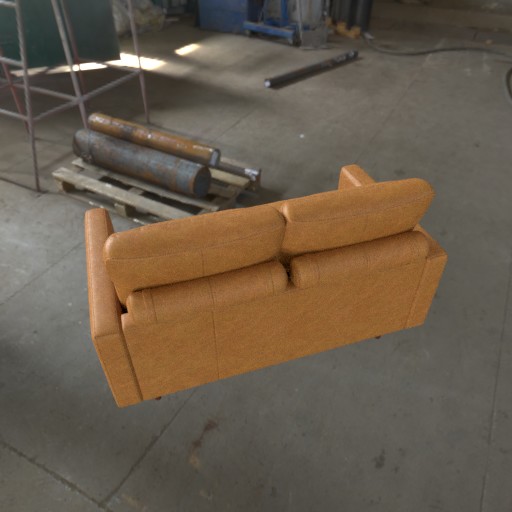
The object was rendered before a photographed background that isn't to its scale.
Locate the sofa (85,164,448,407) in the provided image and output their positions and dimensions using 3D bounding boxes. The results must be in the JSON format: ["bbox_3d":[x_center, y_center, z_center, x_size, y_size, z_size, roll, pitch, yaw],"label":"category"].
[{"bbox_3d":[0.000,0.000,2.008,1.430,0.898,0.868,-12,42,-14],"label":"sofa"}]
